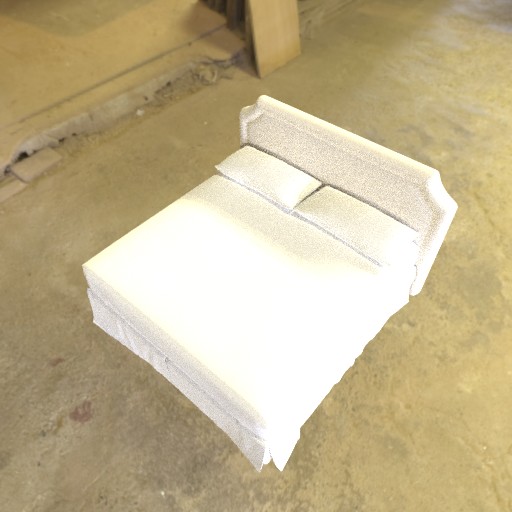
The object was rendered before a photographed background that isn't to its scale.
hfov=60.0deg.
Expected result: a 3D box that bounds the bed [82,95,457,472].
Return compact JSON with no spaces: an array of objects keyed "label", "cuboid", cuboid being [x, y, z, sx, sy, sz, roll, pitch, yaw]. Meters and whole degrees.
[{"label":"bed","cuboid":[0.000,0.000,3.568,2.160,1.301,2.204,33,56,26]}]
